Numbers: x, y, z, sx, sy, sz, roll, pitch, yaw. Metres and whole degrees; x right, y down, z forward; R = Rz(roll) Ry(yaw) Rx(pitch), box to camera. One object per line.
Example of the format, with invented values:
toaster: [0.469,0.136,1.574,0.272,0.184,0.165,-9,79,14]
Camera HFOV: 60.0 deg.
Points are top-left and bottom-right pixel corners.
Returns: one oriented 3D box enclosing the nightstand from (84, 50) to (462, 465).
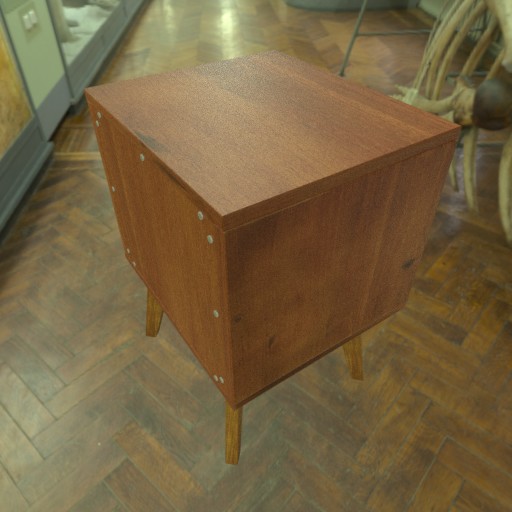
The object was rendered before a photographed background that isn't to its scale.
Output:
nightstand: [0.000,0.000,0.897,0.411,0.618,0.460,-24,46,-25]
